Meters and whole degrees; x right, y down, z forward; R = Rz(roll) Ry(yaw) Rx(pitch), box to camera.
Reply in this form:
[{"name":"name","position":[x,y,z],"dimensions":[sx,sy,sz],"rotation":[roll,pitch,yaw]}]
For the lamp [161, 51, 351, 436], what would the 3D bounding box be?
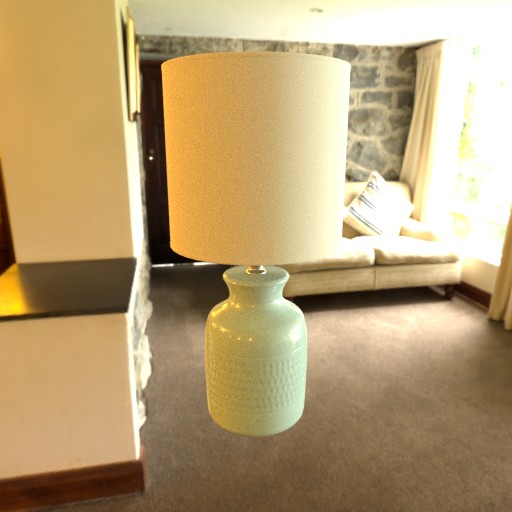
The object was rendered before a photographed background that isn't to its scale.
[{"name":"lamp","position":[0.000,0.000,1.108],"dimensions":[0.418,0.871,0.418],"rotation":[8,17,27]}]
